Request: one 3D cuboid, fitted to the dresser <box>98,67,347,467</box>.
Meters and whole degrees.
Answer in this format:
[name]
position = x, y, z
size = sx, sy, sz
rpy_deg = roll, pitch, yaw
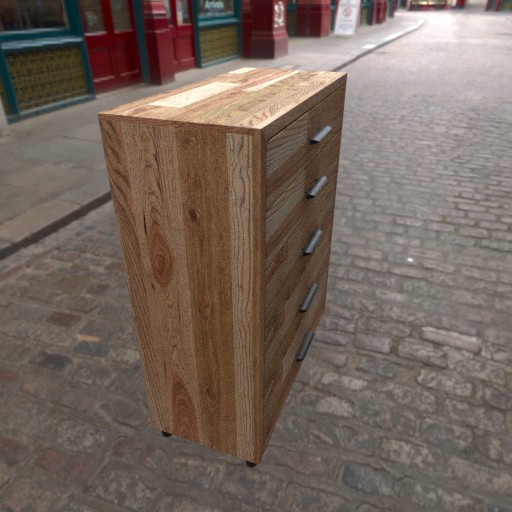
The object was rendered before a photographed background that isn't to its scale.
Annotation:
[dresser]
position = 0.000, 0.000, 1.737
size = 0.480, 1.243, 0.966
rpy_deg = 11, 32, 18
